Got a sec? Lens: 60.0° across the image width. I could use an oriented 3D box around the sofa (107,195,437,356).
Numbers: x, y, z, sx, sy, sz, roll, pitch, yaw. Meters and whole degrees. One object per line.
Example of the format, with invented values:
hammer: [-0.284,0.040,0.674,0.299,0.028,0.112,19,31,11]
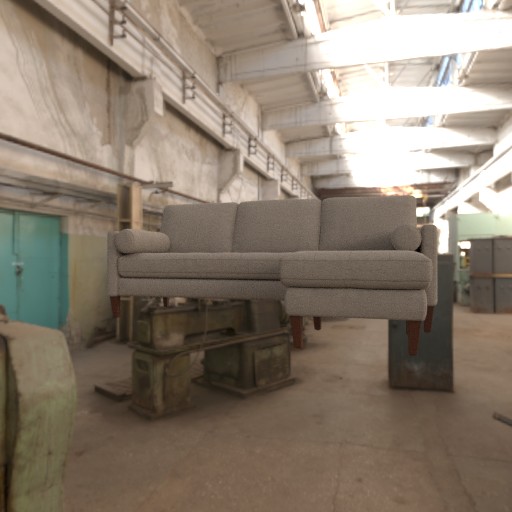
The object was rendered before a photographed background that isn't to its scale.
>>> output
sofa: [0.000,0.000,2.868,2.178,0.875,1.506,0,0,18]
